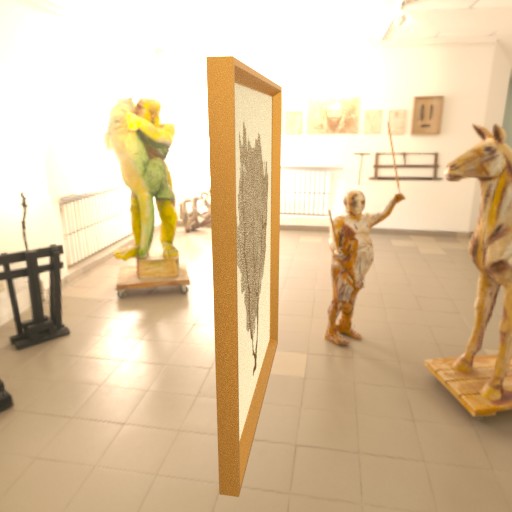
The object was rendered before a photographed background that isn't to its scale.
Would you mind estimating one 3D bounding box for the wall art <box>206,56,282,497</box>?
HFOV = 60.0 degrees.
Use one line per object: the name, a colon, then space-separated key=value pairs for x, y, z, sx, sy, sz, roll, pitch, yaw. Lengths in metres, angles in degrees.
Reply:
wall art: x=0.000 y=0.000 z=1.012 sx=0.038 sy=0.762 sz=0.610 roll=3 pitch=17 yaw=9
